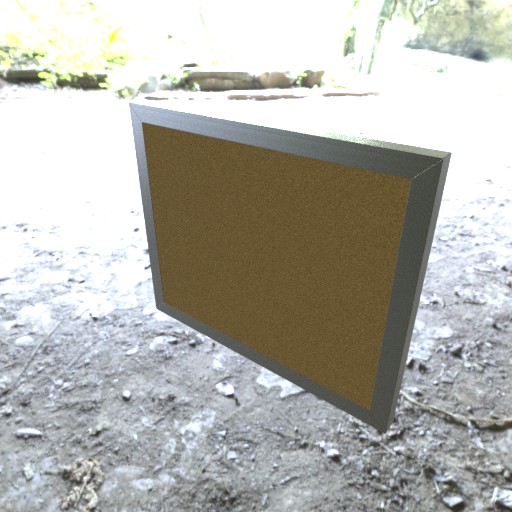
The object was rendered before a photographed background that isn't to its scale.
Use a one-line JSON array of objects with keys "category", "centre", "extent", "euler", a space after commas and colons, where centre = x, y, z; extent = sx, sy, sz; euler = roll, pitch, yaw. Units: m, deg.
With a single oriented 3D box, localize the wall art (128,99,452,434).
[{"category": "wall art", "centre": [0.000, 0.000, 0.768], "extent": [0.557, 0.456, 0.032], "euler": [21, 35, 33]}]
